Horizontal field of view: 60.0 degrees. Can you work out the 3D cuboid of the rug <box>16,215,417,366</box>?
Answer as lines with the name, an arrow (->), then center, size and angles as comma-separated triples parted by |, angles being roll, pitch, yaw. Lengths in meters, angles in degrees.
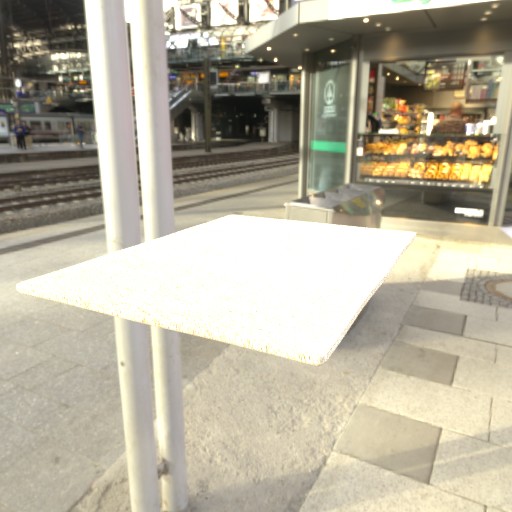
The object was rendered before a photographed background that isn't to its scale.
rug -> 0.000, 0.000, 2.053 | 1.200, 0.027, 1.600 | 8, 18, 26
